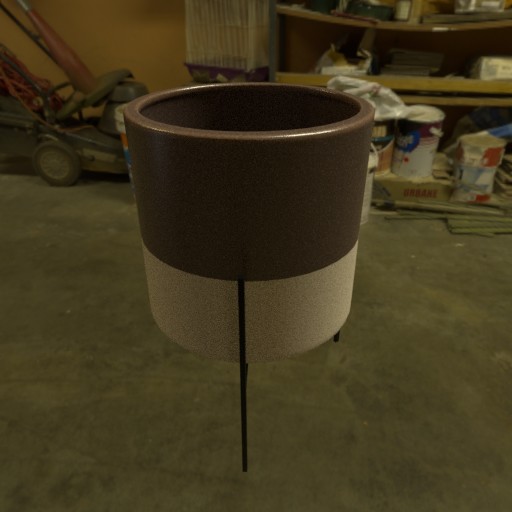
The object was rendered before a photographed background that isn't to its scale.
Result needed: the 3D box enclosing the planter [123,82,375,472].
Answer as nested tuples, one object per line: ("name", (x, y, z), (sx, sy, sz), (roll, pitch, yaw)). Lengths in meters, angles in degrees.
("planter", (0.000, 0.000, 0.519), (0.260, 0.353, 0.250), (-19, 36, -29))
